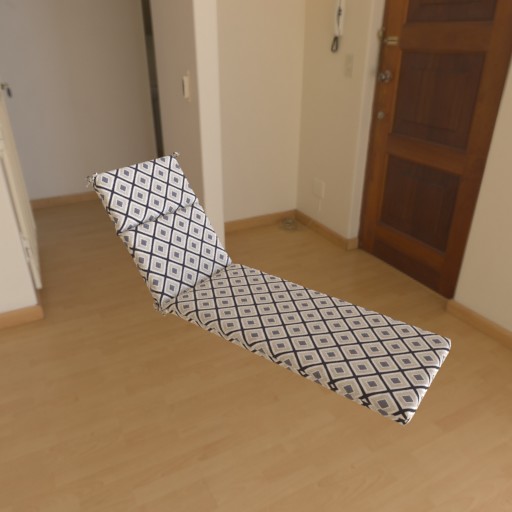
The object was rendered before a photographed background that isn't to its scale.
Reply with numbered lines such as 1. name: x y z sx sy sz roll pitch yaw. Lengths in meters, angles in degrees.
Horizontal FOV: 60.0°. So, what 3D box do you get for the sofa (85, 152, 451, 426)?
1. sofa: 0.000 0.000 1.993 1.663 0.622 0.582 19 32 32
